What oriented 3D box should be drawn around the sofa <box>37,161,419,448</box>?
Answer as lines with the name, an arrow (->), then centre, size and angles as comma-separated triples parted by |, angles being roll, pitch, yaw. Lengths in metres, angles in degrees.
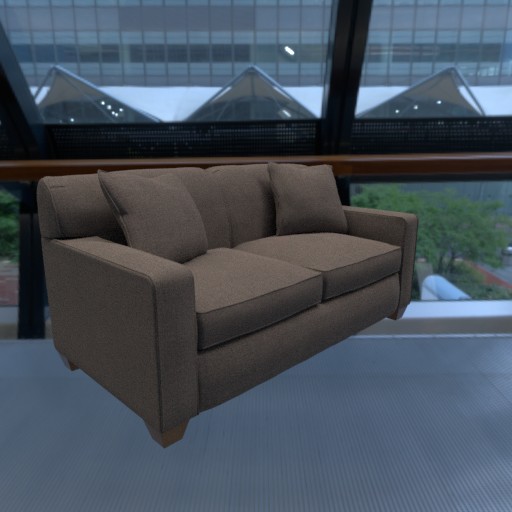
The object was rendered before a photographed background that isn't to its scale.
sofa -> 0.000, 0.000, 2.370 | 1.846, 0.958, 1.000 | -14, 20, -43
